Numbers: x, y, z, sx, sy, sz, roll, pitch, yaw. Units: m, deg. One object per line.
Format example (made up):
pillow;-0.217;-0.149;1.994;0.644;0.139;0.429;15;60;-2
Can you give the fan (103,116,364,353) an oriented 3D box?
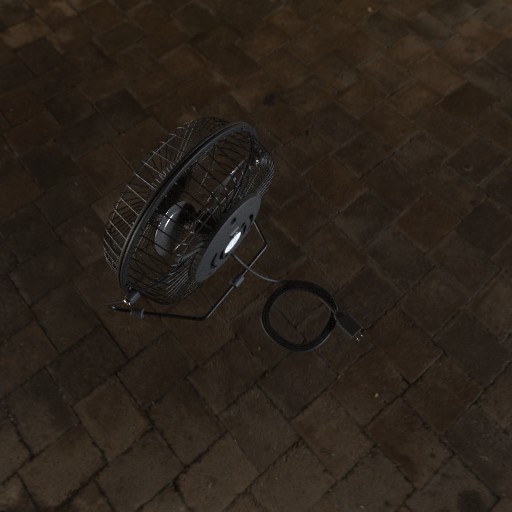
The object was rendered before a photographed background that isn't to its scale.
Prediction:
fan;0.000;0.000;0.384;0.227;0.188;0.209;34;68;16
